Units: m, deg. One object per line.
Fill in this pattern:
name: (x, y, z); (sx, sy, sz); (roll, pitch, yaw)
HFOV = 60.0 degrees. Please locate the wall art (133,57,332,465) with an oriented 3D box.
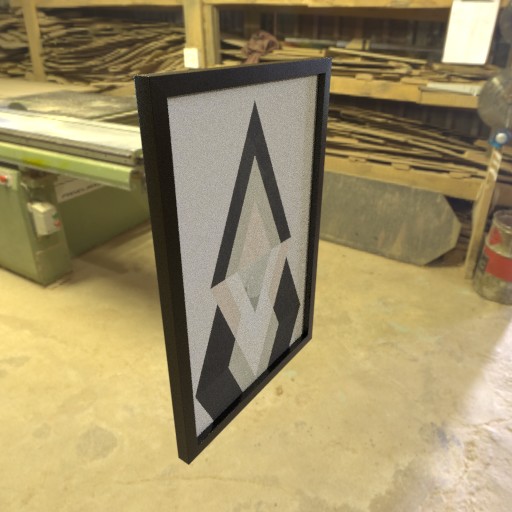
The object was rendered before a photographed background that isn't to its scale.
wall art: (0.000, 0.000, 0.572); (0.019, 0.455, 0.314); (18, 32, 31)
